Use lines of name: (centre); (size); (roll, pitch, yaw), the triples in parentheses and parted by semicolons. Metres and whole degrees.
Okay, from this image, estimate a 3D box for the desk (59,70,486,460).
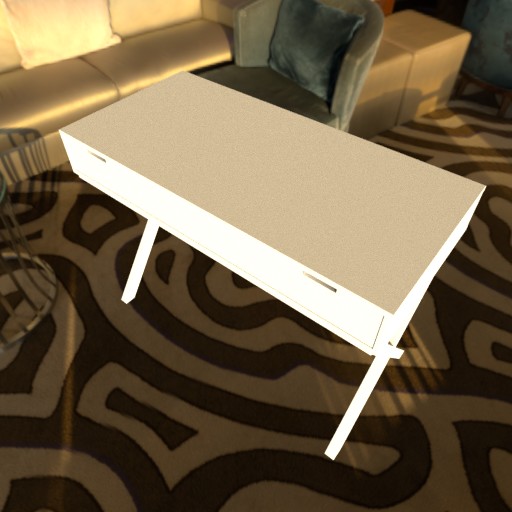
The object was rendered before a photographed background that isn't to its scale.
desk: (0.000, 0.000, 1.471); (1.059, 0.780, 0.509); (30, 53, 26)
